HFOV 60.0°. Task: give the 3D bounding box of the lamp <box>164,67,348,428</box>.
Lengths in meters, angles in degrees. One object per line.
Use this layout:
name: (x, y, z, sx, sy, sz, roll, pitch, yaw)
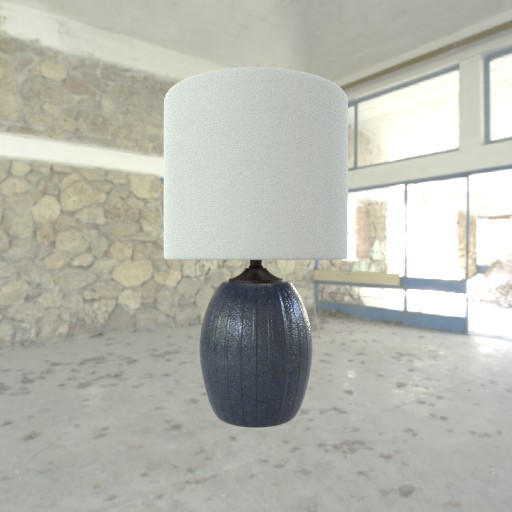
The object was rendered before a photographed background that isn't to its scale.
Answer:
lamp: (0.000, 0.000, 0.806, 0.329, 0.570, 0.329, 0, 0, -37)
